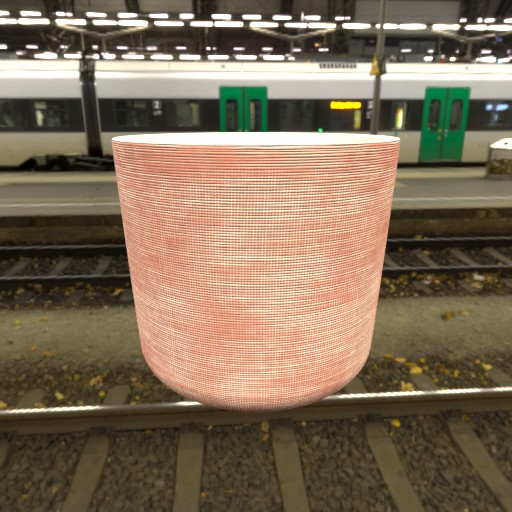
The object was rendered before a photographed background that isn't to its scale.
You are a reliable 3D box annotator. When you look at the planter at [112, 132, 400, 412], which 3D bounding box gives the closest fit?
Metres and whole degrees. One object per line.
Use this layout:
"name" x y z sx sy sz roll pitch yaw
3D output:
"planter" 0.000 0.000 0.766 0.440 0.398 0.440 0 17 0
